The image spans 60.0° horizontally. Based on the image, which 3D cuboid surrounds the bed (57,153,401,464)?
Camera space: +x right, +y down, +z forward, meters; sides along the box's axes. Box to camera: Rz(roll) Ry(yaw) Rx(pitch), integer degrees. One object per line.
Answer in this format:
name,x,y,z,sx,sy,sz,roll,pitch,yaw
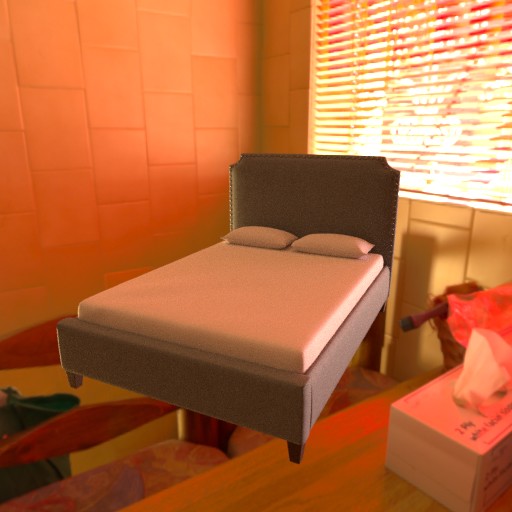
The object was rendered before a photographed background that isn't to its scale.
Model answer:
bed,0.000,0.000,3.411,1.712,1.443,2.372,7,17,25
